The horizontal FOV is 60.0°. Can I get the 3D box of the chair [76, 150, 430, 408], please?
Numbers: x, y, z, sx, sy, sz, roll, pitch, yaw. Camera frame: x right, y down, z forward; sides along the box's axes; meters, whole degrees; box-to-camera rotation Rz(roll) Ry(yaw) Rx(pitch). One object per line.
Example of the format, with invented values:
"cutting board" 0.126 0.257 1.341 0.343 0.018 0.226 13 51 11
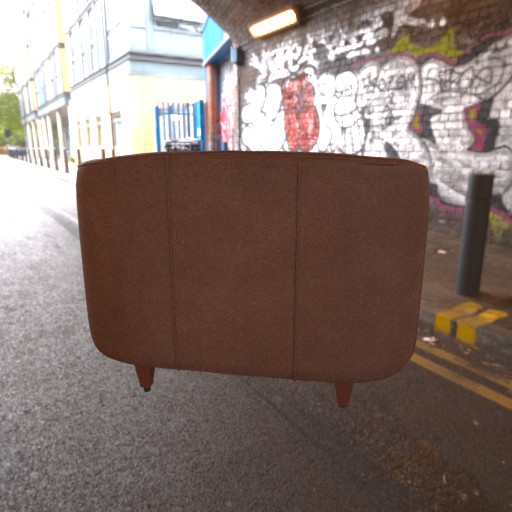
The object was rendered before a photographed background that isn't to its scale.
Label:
"chair" 0.000 0.000 1.677 1.118 0.787 0.914 2 14 8
